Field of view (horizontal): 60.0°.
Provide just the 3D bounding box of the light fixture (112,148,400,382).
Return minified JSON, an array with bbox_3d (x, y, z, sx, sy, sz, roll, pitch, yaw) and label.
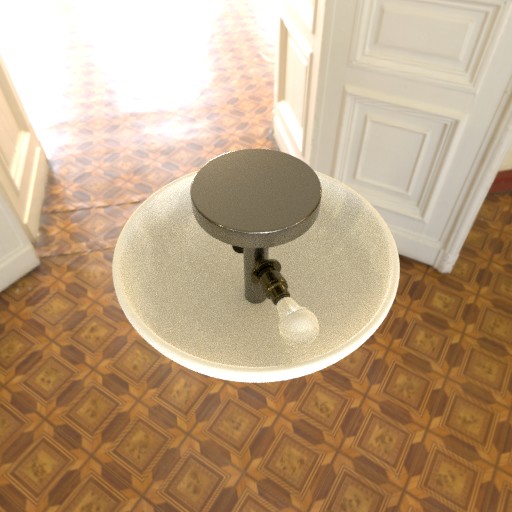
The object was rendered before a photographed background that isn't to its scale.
[{"bbox_3d":[0.000,0.000,0.532,0.330,0.214,0.330,0,48,0],"label":"light fixture"}]
